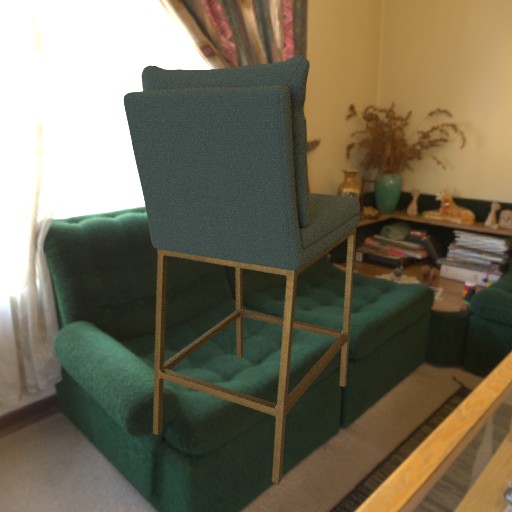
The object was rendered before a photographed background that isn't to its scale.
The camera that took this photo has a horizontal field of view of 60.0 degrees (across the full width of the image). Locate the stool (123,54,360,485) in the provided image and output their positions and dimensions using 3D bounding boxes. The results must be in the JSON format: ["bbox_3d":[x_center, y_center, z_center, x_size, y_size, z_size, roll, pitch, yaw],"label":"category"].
[{"bbox_3d":[0.000,0.000,1.316,0.463,1.032,0.568,9,18,27],"label":"stool"}]
